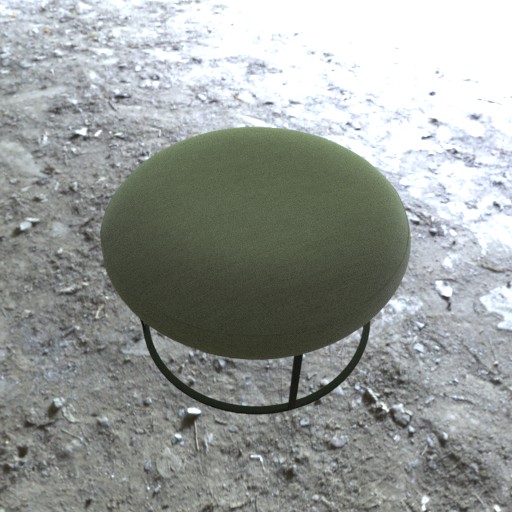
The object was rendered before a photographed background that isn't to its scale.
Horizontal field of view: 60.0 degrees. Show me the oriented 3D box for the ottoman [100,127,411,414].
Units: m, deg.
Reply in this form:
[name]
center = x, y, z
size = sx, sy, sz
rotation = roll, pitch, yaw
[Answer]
[ottoman]
center = 0.000, 0.000, 1.231
size = 0.769, 0.459, 0.769
rotation = 0, 47, 0
